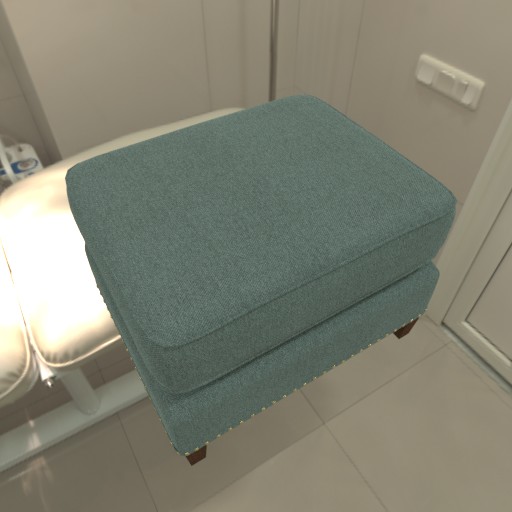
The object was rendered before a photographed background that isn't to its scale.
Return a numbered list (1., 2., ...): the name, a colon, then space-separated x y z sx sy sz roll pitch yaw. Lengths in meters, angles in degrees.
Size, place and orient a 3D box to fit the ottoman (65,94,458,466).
1. ottoman: 0.000 0.000 1.113 0.738 0.537 0.589 -24 52 -21
